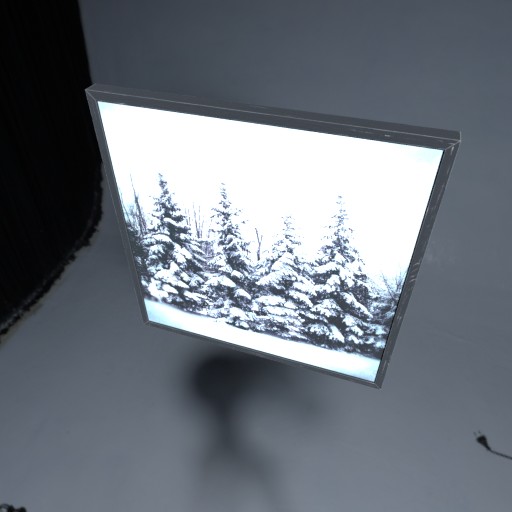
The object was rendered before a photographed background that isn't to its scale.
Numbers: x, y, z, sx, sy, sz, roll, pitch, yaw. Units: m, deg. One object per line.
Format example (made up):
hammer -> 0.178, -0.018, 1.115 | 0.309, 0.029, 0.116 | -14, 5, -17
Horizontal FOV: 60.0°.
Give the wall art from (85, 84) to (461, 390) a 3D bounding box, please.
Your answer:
wall art -> 0.000, 0.000, 1.118 | 0.761, 0.761, 0.037 | 12, 42, 14
